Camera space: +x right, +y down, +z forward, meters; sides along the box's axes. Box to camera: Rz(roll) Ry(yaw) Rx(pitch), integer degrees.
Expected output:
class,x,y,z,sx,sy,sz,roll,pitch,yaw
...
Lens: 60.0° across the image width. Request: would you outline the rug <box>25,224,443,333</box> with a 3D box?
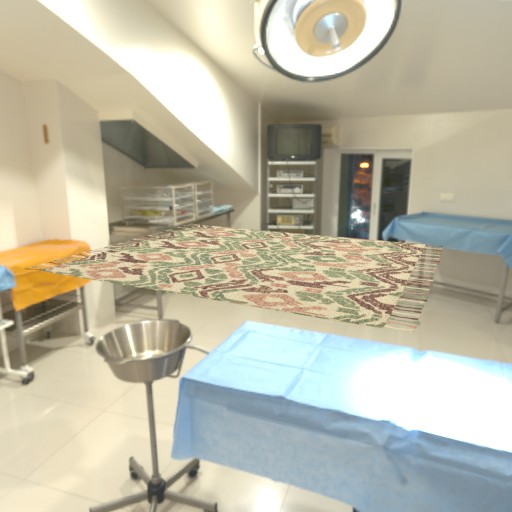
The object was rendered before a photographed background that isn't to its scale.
class,x,y,z,sx,sy,sz,roll,pitch,yaw
rug,0.000,0.000,4.036,3.048,0.010,2.438,7,15,25
